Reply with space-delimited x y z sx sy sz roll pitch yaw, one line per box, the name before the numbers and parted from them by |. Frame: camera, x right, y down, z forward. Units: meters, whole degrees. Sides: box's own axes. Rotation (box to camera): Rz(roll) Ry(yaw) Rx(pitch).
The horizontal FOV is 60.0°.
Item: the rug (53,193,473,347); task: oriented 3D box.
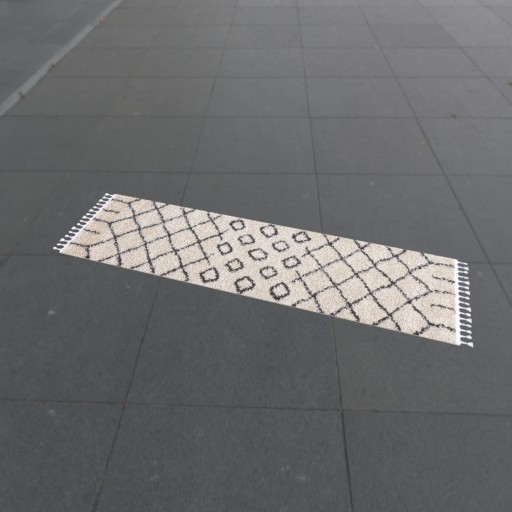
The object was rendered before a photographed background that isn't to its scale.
rug | 0.000 0.000 2.702 2.464 0.005 0.660 12 44 13
